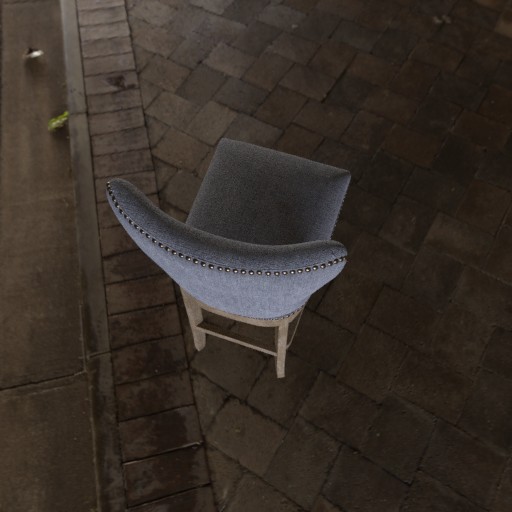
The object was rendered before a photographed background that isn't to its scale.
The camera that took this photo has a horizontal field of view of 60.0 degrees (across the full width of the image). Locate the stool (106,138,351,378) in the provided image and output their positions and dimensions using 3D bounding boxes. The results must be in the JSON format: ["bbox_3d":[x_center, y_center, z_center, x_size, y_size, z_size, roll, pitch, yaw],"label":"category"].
[{"bbox_3d":[0.000,0.000,1.408,0.494,1.123,0.606,17,65,8],"label":"stool"}]
